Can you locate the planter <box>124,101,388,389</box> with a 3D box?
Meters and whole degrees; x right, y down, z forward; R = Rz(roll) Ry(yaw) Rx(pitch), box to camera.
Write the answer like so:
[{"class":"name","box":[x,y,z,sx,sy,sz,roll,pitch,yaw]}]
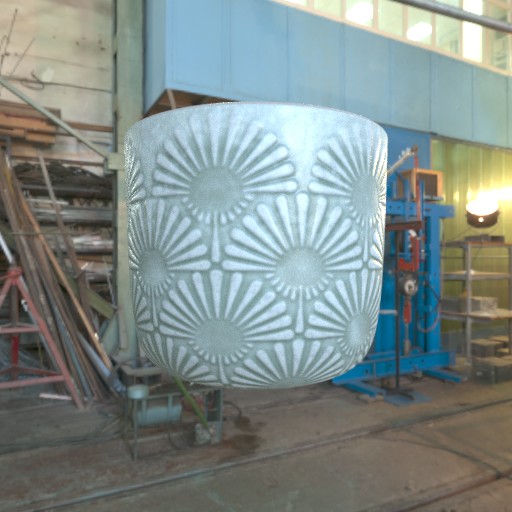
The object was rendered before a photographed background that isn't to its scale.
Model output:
[{"class":"planter","box":[0.000,0.000,0.217,0.124,0.109,0.124,0,0,0]}]
